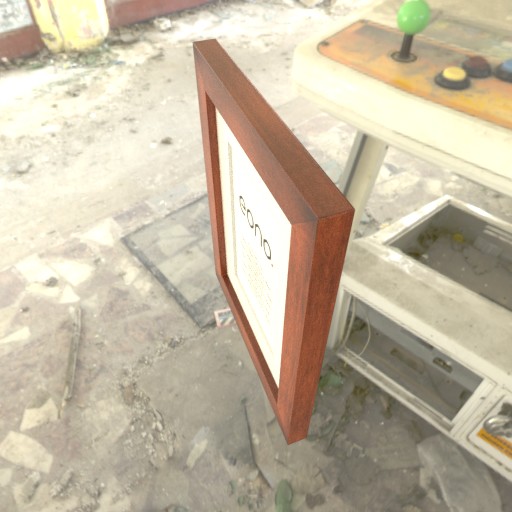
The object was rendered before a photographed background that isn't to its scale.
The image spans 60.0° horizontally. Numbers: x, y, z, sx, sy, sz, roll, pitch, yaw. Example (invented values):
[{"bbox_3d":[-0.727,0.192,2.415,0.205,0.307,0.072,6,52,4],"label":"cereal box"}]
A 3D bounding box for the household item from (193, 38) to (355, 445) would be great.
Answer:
[{"bbox_3d":[0.000,0.000,0.342,0.020,0.250,0.200,-15,49,-14],"label":"household item"}]
